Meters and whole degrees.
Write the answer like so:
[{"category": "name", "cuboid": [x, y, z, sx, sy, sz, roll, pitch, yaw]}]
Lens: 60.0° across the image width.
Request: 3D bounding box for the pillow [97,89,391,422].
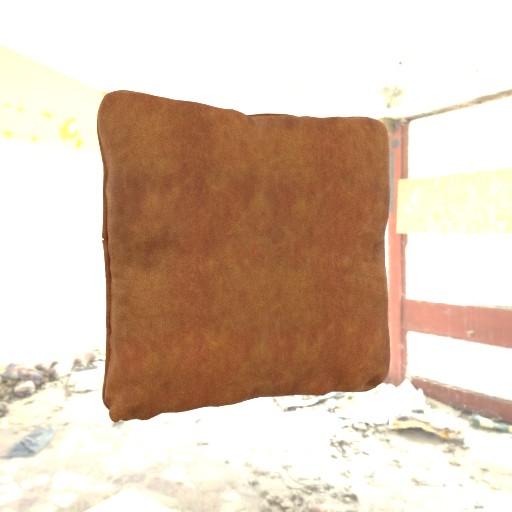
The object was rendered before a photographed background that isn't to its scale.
[{"category": "pillow", "cuboid": [0.000, 0.000, 0.728, 0.489, 0.490, 0.130, -1, 2, -19]}]
